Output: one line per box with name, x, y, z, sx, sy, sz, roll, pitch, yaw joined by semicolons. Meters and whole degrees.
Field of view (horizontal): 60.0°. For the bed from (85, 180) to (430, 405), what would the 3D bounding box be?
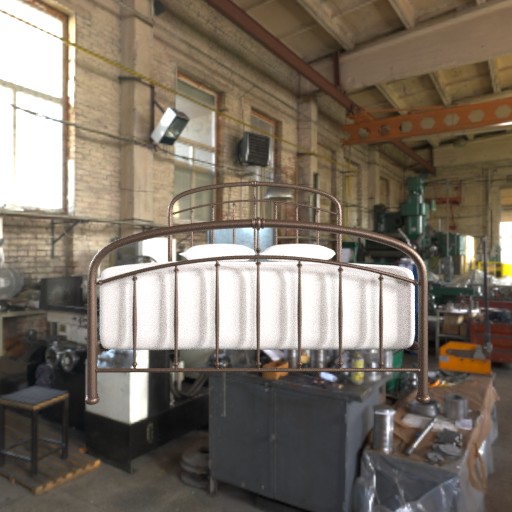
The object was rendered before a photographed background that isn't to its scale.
bed;0.000;0.000;3.255;1.711;1.475;2.168;0;0;-1
